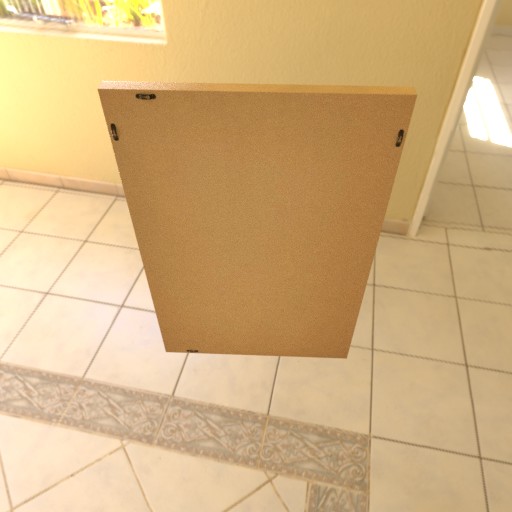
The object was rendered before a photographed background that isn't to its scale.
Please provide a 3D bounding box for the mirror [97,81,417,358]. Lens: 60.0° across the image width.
[{"bbox_3d":[0.000,0.000,1.177,0.609,0.915,0.040,2,45,2],"label":"mirror"}]
